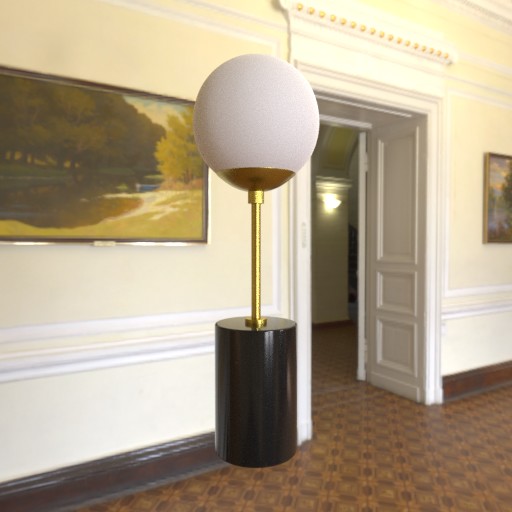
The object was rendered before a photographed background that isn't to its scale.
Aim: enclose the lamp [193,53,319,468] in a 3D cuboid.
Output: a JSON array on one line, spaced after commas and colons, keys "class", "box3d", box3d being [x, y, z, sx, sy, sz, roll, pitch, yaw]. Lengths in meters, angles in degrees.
[{"class": "lamp", "box3d": [0.000, 0.000, 0.547, 0.153, 0.480, 0.153, 0, 2, 0]}]
